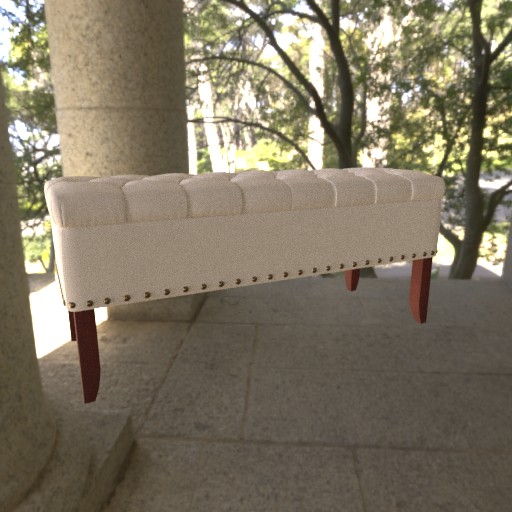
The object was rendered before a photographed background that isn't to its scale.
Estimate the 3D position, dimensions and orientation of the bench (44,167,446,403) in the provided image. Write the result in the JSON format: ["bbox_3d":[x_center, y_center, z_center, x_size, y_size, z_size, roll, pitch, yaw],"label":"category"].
[{"bbox_3d":[0.000,0.000,1.272,1.054,0.470,0.400,-7,16,-25],"label":"bench"}]
